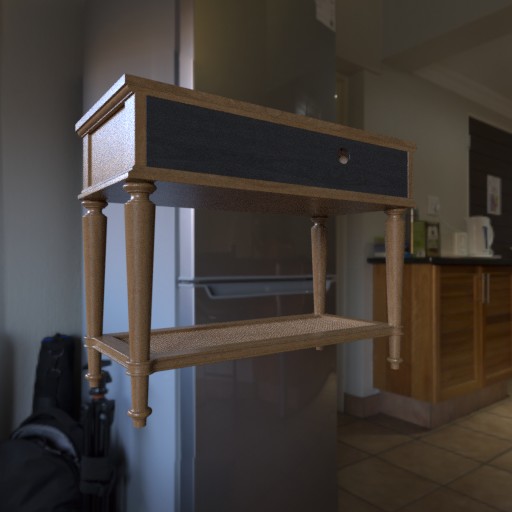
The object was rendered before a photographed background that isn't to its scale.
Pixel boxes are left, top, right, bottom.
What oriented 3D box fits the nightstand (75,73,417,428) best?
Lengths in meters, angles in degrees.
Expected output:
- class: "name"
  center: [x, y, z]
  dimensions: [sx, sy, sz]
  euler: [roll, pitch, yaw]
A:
- class: "nightstand"
  center: [0.000, 0.000, 1.289]
  dimensions: [0.914, 0.700, 0.432]
  euler: [0, 0, -35]
